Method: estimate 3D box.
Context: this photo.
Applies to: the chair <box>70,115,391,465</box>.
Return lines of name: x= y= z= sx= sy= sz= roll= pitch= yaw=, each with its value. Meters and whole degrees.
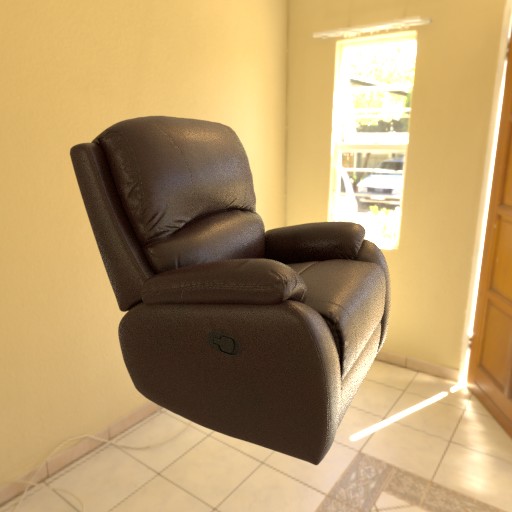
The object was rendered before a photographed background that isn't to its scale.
chair: x=0.000 y=0.000 z=1.668 sx=0.899 sy=1.011 sz=0.930 roll=7 pitch=16 yaw=26
